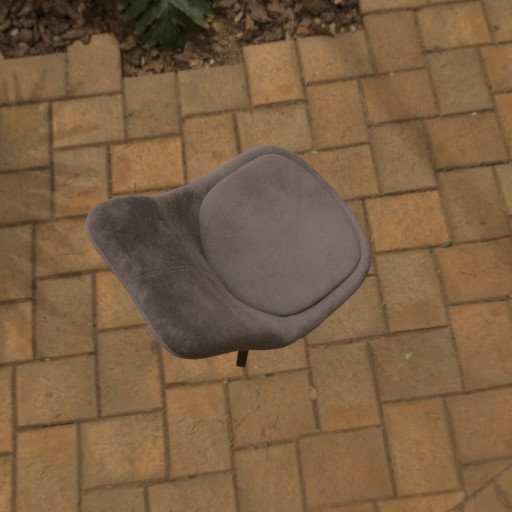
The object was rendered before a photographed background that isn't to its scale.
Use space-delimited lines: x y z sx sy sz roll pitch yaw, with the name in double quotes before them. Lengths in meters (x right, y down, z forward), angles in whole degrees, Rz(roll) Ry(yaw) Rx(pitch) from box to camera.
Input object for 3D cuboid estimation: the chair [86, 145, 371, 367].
"chair" 0.000 0.000 1.177 0.550 0.850 0.485 -35 79 -8
